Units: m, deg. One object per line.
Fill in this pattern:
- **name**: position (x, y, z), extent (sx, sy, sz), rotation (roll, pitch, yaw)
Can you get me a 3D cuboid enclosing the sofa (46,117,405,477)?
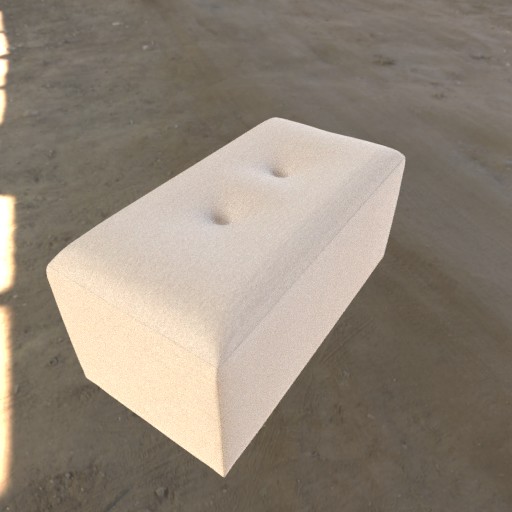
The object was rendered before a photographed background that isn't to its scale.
- **sofa**: position (0.000, 0.000, 1.230), extent (0.480, 0.470, 0.930), rotation (24, 46, 25)
